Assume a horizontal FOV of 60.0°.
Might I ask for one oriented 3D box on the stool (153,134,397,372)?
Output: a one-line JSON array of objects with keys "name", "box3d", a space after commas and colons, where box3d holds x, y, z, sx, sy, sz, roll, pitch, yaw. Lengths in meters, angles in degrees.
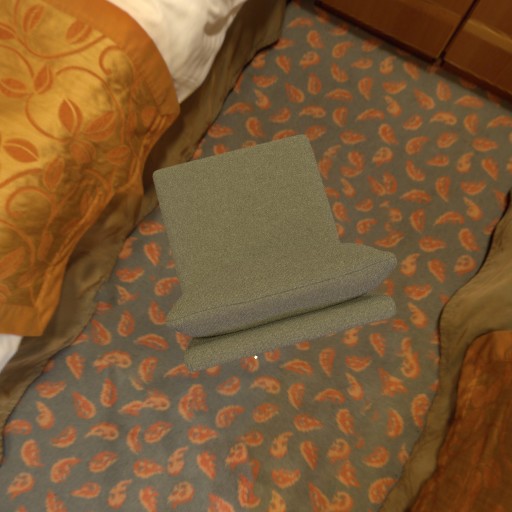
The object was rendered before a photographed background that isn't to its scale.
[{"name": "stool", "box3d": [0.000, 0.000, 1.343, 0.463, 1.031, 0.569, -15, 78, -3]}]
